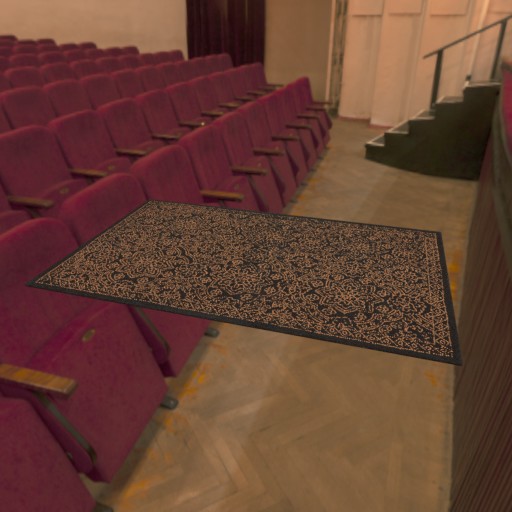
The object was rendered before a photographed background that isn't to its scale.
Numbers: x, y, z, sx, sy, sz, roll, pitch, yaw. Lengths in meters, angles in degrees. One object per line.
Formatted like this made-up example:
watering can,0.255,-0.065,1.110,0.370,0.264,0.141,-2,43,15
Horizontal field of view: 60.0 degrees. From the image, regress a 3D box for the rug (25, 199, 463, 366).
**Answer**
rug,0.000,0.000,2.989,2.441,0.015,1.526,8,29,15
